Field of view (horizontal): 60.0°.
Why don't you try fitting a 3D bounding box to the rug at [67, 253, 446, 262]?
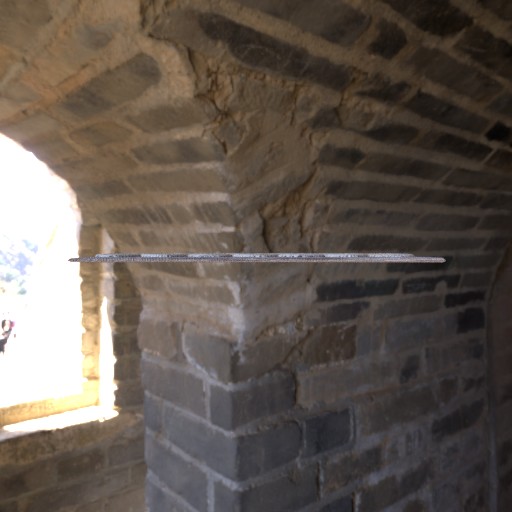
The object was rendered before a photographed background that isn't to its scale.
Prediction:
[{"bbox_3d":[0.000,0.000,2.330,1.222,0.030,1.823,0,0,0],"label":"rug"}]
